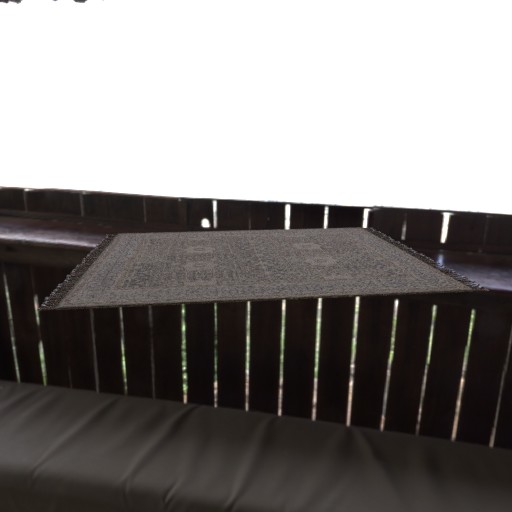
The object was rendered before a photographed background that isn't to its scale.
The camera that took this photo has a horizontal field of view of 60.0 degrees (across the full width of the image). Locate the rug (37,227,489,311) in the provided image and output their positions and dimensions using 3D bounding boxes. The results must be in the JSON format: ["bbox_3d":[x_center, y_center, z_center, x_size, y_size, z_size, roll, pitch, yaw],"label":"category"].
[{"bbox_3d":[0.000,0.000,4.319,3.291,0.017,2.431,-2,15,-7],"label":"rug"}]
